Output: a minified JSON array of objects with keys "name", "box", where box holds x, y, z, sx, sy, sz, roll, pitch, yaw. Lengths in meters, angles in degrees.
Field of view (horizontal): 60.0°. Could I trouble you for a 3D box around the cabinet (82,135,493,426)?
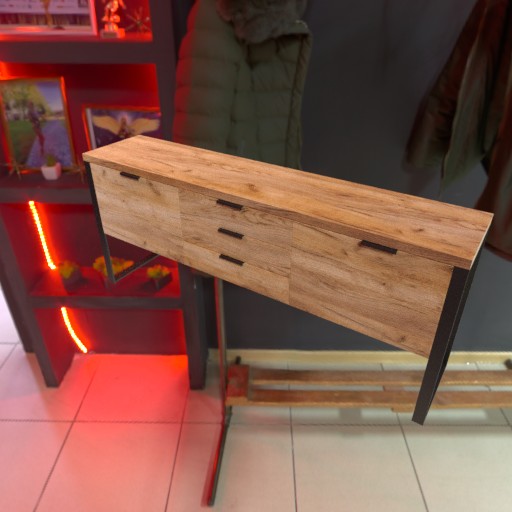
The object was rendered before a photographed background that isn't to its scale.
[{"name":"cabinet","box":[0.000,0.000,2.084,1.800,0.762,0.395,19,36,28]}]
